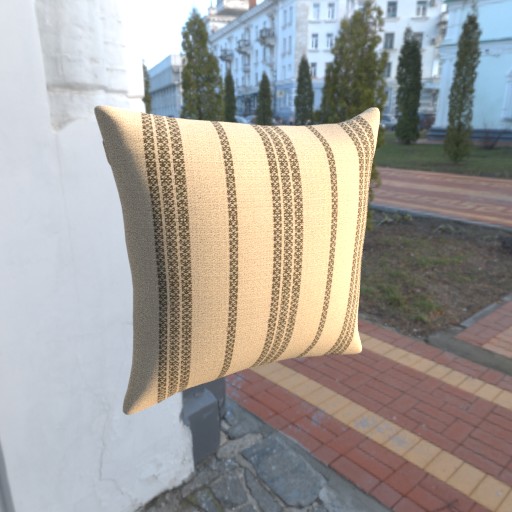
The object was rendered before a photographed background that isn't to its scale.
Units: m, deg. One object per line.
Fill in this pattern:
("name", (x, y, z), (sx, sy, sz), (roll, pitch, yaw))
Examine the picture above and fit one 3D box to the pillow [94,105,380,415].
("pillow", (0.000, 0.000, 0.634), (0.405, 0.406, 0.173), (-8, 19, -24))
